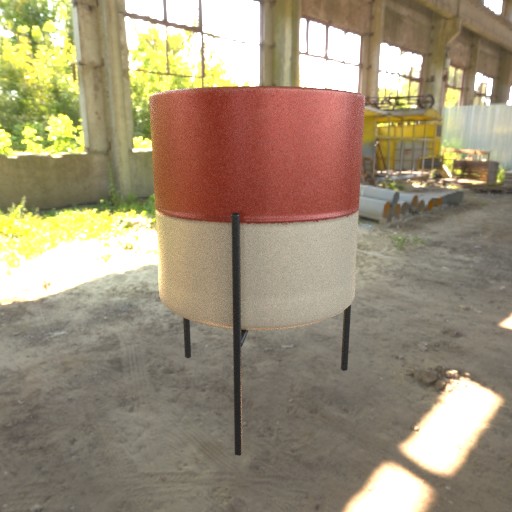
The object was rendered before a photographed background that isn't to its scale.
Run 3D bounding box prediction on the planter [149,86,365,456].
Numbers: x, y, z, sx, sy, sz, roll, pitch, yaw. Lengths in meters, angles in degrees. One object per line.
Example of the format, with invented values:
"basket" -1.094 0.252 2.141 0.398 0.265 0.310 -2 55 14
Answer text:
"planter" 0.000 0.000 0.524 0.235 0.354 0.251 2 15 9
